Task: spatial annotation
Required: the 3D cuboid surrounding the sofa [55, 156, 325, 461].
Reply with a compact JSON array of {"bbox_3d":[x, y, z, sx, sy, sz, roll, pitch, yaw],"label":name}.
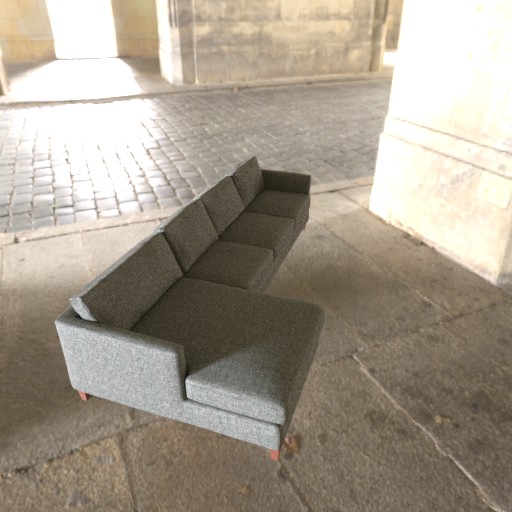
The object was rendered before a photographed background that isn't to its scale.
[{"bbox_3d":[0.000,0.000,4.204,1.635,0.960,3.485,10,31,17],"label":"sofa"}]
